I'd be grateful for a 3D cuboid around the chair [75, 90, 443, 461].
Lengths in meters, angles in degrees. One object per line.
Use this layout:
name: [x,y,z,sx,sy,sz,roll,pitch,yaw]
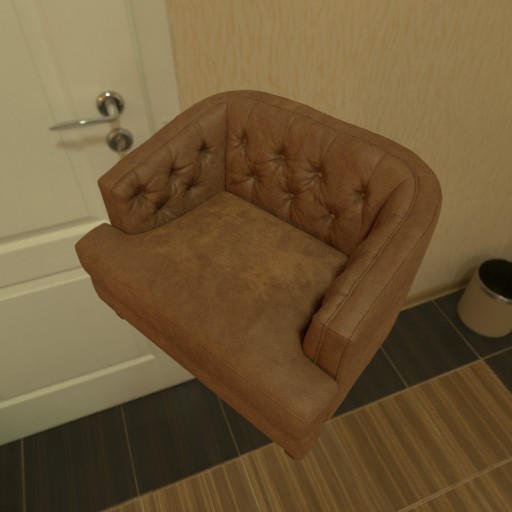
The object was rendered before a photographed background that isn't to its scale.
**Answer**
chair: [0.000,0.000,1.727,1.119,0.836,0.911,31,54,26]
